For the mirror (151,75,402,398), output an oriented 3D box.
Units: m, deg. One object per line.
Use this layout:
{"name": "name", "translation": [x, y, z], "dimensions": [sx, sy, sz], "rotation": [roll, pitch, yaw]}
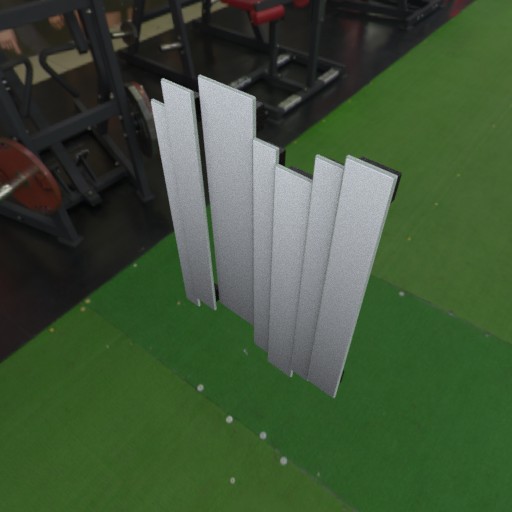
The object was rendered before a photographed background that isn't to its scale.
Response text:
{"name": "mirror", "translation": [0.000, 0.000, 0.813], "dimensions": [0.445, 0.611, 0.058], "rotation": [31, 54, 26]}
